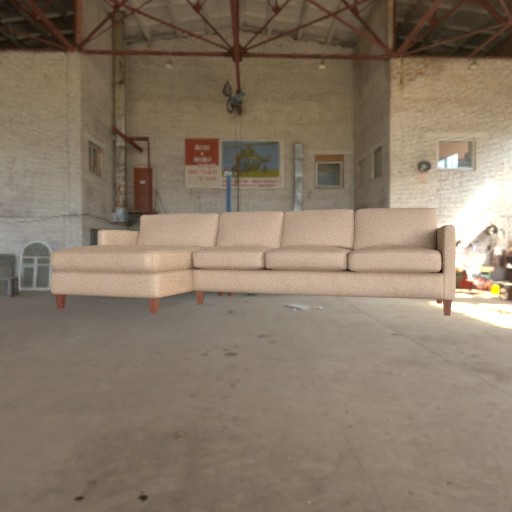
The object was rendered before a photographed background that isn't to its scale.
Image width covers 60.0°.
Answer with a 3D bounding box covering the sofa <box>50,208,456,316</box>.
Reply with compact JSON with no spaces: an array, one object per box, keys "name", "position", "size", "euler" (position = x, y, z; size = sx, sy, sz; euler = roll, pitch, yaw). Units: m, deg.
[{"name":"sofa","position":[0.000,0.000,3.866],"size":[3.201,0.876,1.502],"euler":[0,1,18]}]
